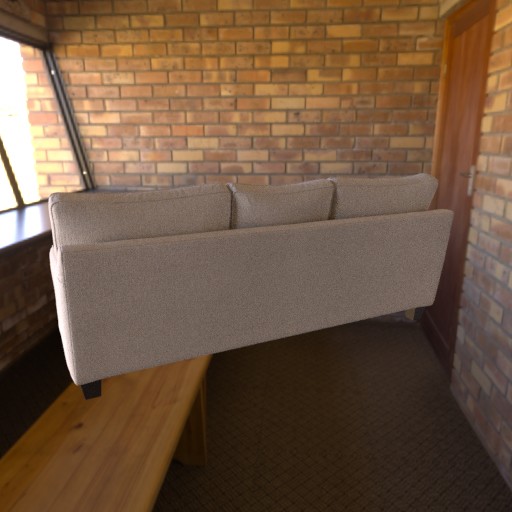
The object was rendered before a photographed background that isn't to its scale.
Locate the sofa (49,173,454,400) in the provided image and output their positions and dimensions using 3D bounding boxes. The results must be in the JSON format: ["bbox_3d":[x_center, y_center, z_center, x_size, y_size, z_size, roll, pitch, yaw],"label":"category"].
[{"bbox_3d":[0.000,0.000,2.778,2.323,0.991,1.016,-7,16,-26],"label":"sofa"}]
